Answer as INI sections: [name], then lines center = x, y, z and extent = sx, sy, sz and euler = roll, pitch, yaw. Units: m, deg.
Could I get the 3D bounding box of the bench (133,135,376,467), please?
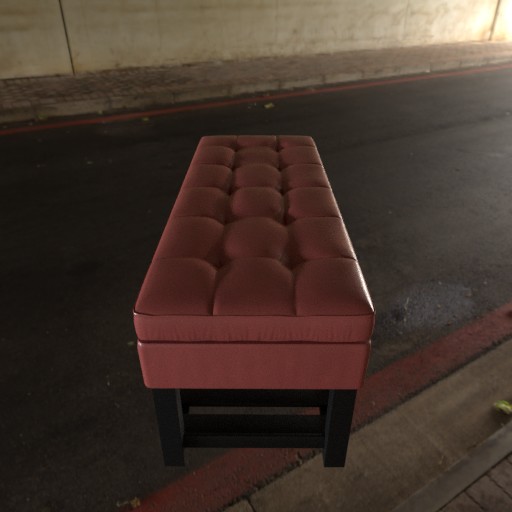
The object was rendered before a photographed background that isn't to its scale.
[bench]
center = 0.000, 0.000, 1.336
extent = 0.432, 0.460, 1.105
euler = 0, 31, 0
